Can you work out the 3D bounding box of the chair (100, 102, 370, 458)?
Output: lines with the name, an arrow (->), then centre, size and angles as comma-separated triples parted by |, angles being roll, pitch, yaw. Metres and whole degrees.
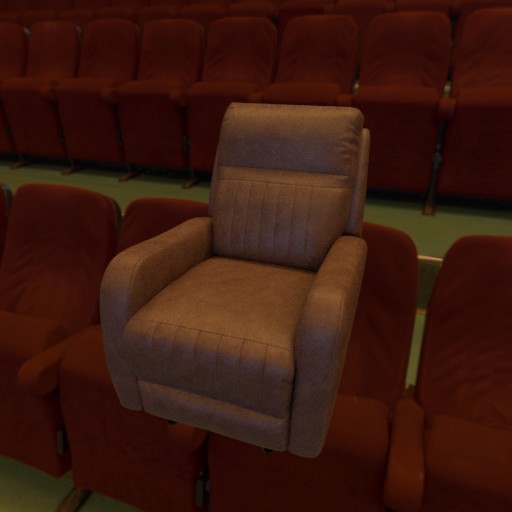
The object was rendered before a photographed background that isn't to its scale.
chair -> 0.000, 0.000, 1.773 | 0.865, 1.067, 1.067 | 9, 27, 18
